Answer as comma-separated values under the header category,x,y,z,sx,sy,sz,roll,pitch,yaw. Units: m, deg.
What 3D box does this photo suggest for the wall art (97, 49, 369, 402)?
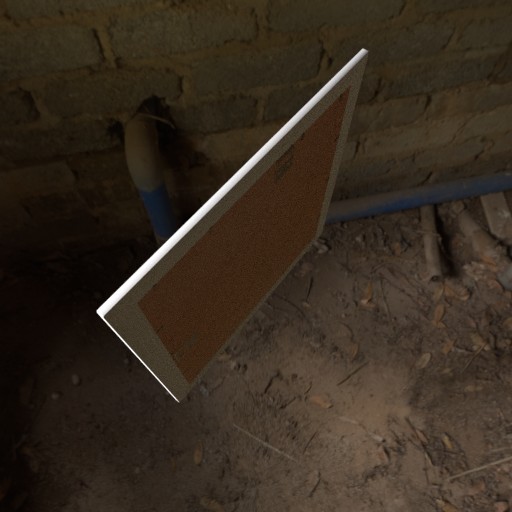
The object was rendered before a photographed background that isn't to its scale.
category,x,y,z,sx,sy,sz,roll,pitch,yaw
wall art,0.000,0.000,0.878,0.013,0.584,0.584,35,68,17
